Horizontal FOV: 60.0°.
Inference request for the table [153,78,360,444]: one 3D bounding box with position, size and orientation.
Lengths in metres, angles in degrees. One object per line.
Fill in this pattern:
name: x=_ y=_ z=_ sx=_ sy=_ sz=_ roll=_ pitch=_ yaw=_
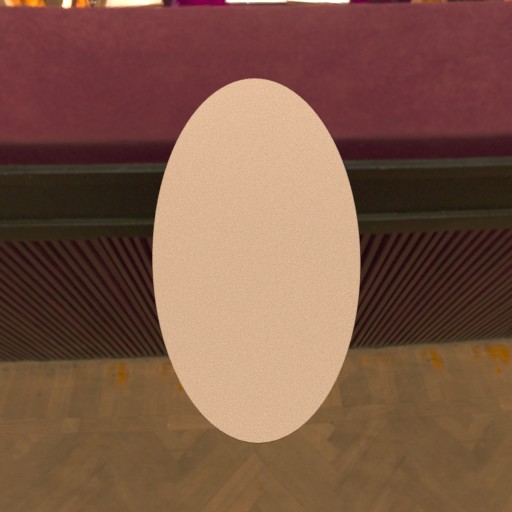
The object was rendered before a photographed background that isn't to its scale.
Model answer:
table: x=0.000 y=0.000 z=1.354 sx=0.542 sy=0.390 sz=1.083 roll=-1 pitch=63 yaw=0
